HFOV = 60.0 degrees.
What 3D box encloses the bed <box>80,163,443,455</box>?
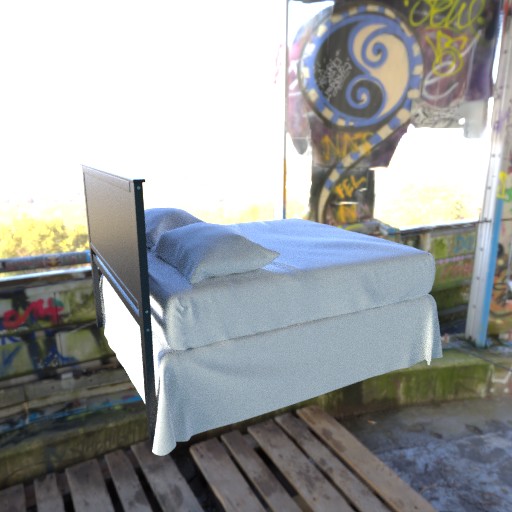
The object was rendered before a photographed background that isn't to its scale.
[{"bbox_3d":[0.000,0.000,3.144,2.050,1.270,1.870,-8,16,-27],"label":"bed"}]
